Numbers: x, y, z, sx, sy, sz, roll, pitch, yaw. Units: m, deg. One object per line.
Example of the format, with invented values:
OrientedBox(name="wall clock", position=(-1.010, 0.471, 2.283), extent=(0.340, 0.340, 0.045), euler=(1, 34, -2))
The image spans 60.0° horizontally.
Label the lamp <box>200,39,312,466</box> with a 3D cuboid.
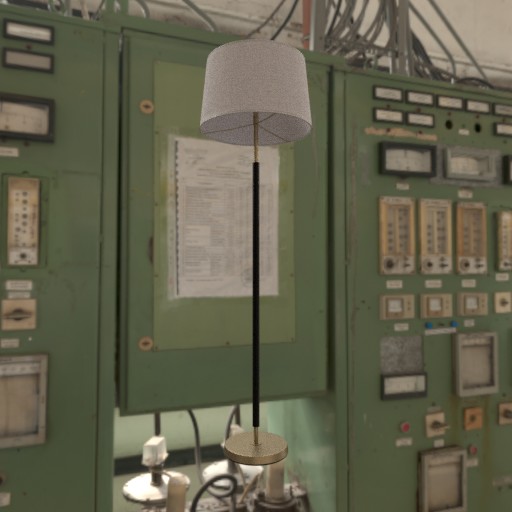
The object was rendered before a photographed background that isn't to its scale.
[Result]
OrientedBox(name="lamp", position=(0.000, 0.000, 1.655), extent=(0.420, 1.447, 0.420), euler=(0, -1, 0))
